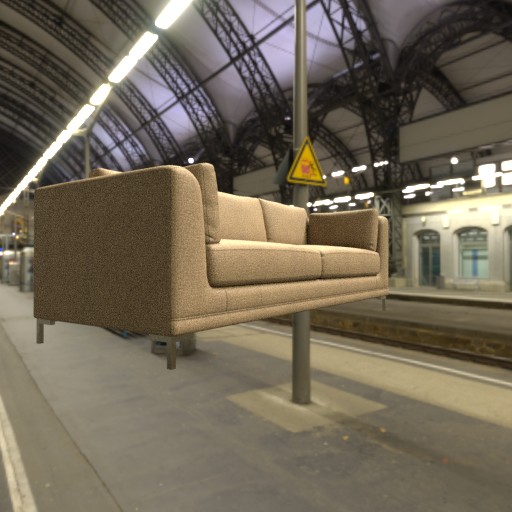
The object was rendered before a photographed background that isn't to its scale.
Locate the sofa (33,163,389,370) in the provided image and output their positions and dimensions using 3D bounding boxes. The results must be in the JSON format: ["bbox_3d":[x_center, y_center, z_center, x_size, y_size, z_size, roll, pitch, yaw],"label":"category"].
[{"bbox_3d":[0.000,0.000,2.870,0.969,0.867,2.415,0,-1,35],"label":"sofa"}]
